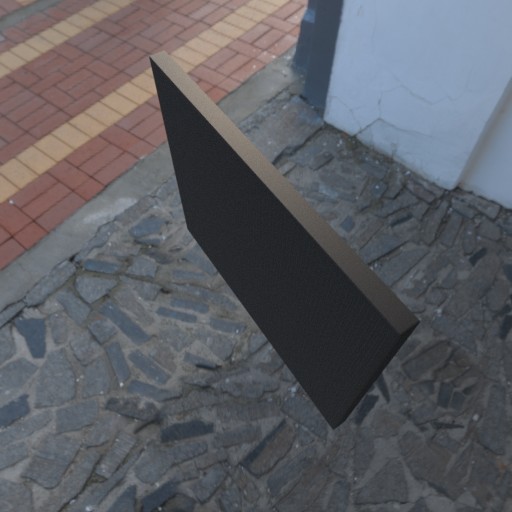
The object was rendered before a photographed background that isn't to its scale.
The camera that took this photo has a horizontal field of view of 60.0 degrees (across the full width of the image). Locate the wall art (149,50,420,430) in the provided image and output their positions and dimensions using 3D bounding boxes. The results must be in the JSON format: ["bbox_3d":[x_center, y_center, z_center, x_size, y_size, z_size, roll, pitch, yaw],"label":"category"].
[{"bbox_3d":[0.000,0.000,0.763,0.029,0.458,0.559,-30,62,-17],"label":"wall art"}]
